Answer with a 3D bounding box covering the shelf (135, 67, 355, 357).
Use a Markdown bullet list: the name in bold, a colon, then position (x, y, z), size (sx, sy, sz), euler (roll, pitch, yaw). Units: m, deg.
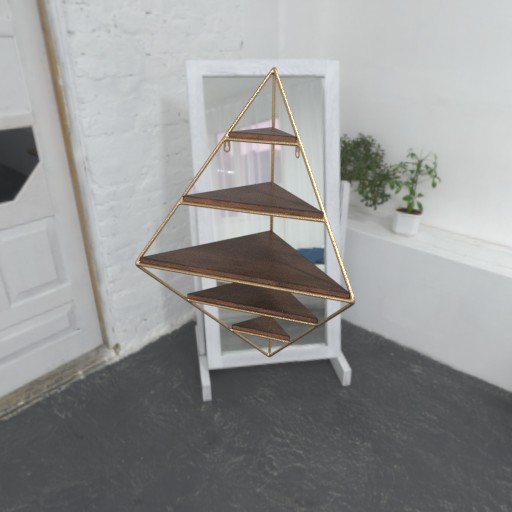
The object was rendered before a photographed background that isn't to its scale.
- **shelf**: position (0.000, 0.000, 1.187), size (0.564, 0.913, 0.294), euler (9, 28, 17)
